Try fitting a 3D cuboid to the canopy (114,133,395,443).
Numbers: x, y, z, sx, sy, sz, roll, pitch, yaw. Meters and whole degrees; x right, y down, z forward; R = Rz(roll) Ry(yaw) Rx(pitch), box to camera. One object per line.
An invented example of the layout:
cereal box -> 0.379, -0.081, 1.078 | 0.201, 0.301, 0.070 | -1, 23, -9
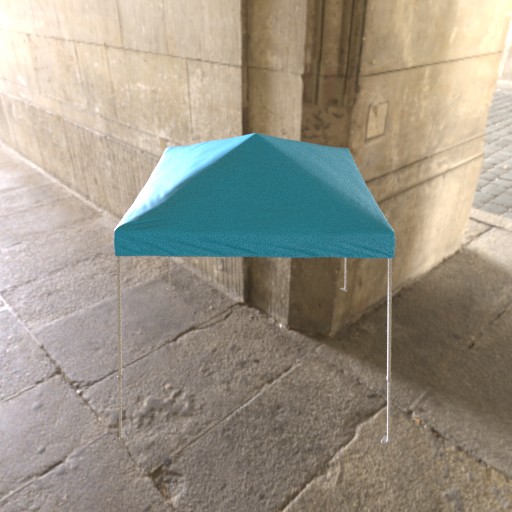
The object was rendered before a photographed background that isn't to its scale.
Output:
canopy -> 0.000, 0.000, 5.154 | 2.849, 2.849, 2.848 | 0, 31, 1
